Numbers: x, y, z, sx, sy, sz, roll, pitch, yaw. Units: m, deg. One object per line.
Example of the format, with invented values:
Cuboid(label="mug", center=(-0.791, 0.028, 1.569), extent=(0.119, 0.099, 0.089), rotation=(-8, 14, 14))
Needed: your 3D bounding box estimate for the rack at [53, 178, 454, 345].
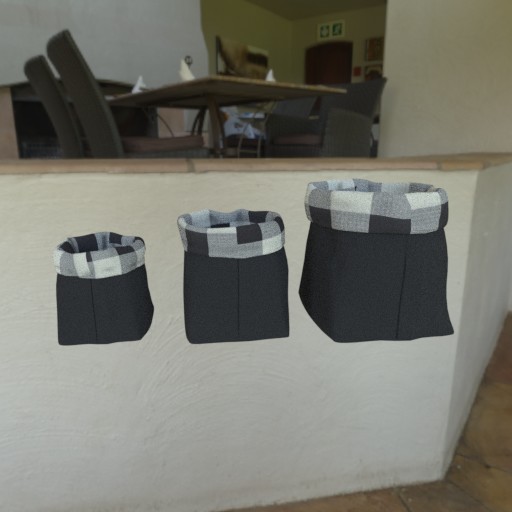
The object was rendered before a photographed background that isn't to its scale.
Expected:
Cuboid(label="rack", center=(0.000, 0.000, 1.033), extent=(0.889, 0.329, 0.370), rotation=(-2, 14, -6))
